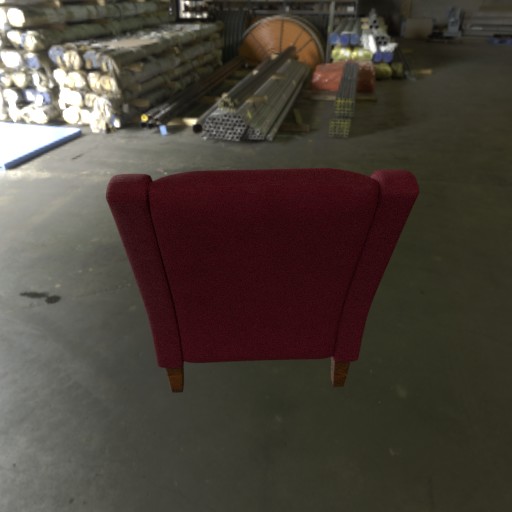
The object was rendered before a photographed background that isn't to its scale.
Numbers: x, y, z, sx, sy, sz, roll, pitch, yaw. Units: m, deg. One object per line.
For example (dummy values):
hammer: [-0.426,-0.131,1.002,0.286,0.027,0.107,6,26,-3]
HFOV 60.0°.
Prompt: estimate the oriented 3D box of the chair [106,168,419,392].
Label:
chair: [0.000,0.000,1.752,0.793,1.017,0.985,-1,31,-2]
